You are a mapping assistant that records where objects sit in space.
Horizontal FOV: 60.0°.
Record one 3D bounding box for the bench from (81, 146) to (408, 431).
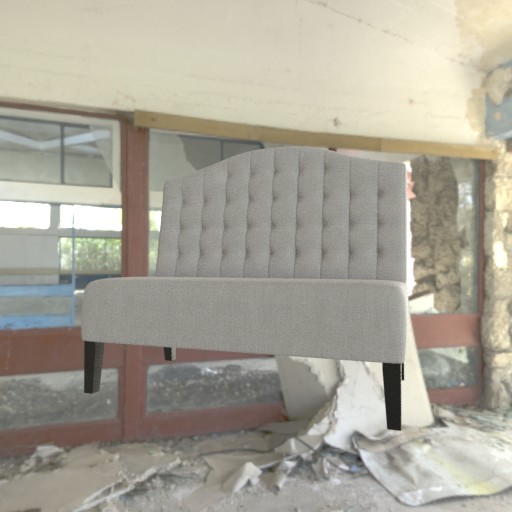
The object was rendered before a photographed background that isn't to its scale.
[{"bbox_3d":[0.000,0.000,2.061,1.335,1.180,0.815,0,-1,19],"label":"bench"}]
